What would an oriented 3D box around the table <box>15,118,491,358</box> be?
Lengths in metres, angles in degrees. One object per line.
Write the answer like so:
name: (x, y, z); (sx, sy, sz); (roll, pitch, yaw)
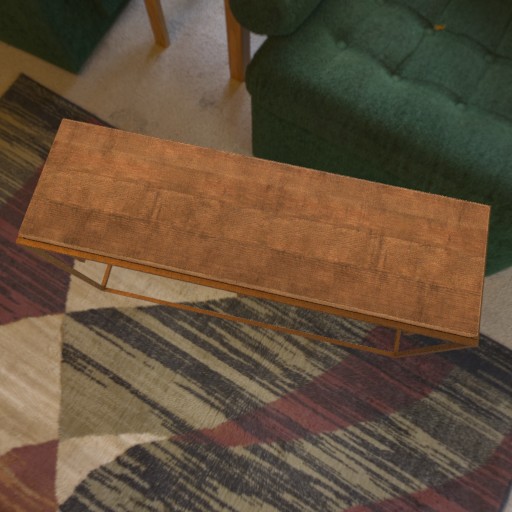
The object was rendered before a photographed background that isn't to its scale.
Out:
table: (0.000, 0.000, 1.720); (1.400, 0.820, 0.440); (12, 75, 3)
